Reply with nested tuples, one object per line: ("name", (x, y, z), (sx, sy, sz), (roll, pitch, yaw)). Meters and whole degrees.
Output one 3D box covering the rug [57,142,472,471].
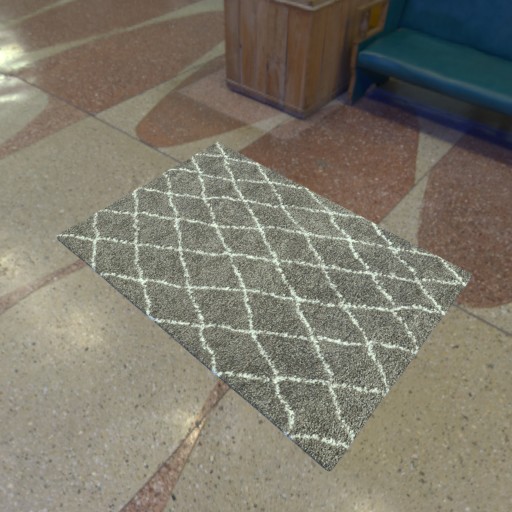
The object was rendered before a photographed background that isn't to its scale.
("rug", (0.000, 0.000, 2.273), (1.778, 0.030, 1.219), (33, 55, 27))
